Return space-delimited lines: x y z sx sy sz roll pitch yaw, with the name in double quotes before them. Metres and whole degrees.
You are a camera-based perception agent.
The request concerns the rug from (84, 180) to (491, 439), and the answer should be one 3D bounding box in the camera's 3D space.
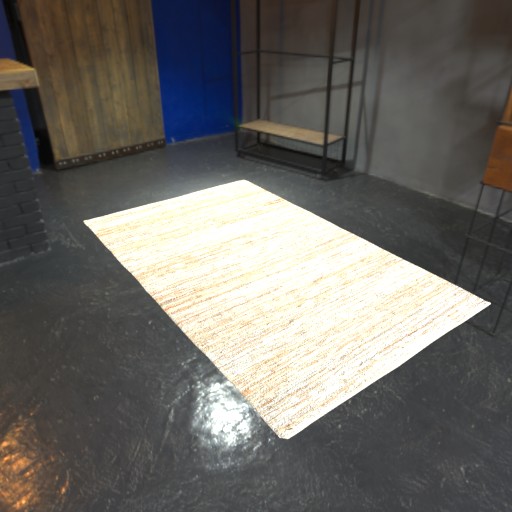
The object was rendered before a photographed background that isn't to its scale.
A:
"rug" 0.000 0.000 2.974 1.529 0.009 2.446 -21 36 -31
